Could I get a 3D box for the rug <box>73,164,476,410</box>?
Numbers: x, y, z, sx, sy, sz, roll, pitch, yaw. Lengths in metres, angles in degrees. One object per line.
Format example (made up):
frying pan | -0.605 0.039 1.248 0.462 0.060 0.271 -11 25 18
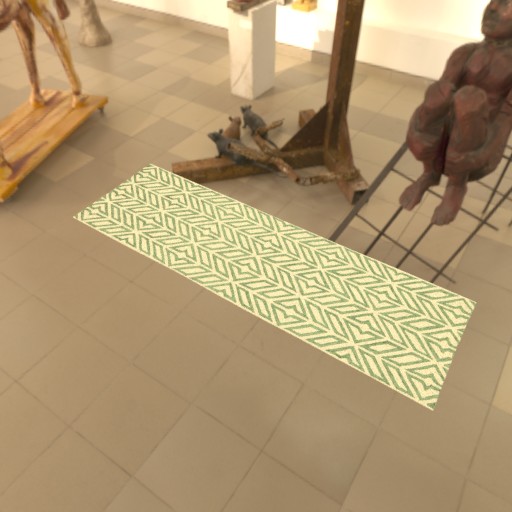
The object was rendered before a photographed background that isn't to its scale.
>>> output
rug | 0.000 0.000 2.707 2.435 0.009 0.750 25 51 23
